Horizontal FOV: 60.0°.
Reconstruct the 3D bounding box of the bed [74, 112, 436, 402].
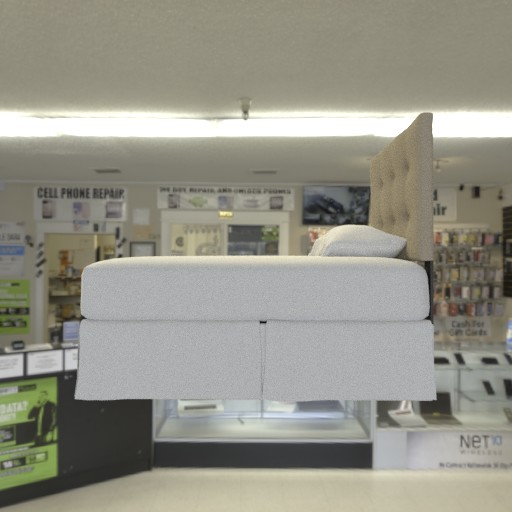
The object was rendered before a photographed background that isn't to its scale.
[{"bbox_3d":[0.000,0.000,2.991,1.997,1.571,1.261,0,0,1],"label":"bed"}]
